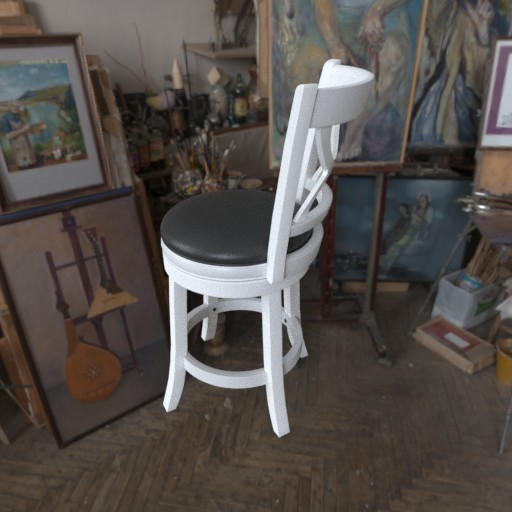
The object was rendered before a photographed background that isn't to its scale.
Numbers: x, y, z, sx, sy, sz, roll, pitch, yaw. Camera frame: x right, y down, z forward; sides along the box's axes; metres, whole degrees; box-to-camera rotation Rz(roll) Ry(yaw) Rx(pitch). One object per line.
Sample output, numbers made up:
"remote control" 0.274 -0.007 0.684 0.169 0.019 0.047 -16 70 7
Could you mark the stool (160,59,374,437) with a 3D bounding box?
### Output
"stool" 0.000 0.000 1.208 0.508 0.953 0.444 7 30 13
